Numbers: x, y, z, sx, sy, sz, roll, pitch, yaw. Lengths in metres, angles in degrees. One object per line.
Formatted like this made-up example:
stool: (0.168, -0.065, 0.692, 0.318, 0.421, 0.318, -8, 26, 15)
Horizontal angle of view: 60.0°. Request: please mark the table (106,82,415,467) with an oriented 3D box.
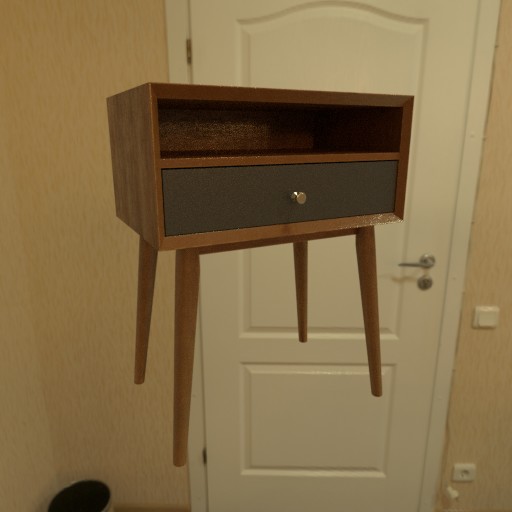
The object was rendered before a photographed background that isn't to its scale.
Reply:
table: (0.000, 0.000, 0.855, 0.454, 0.580, 0.307, -8, 17, -27)
